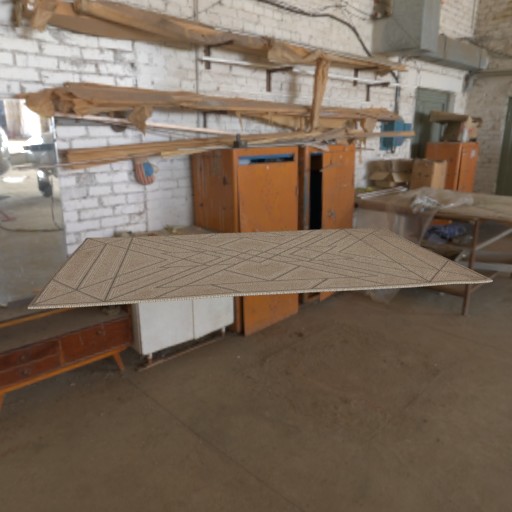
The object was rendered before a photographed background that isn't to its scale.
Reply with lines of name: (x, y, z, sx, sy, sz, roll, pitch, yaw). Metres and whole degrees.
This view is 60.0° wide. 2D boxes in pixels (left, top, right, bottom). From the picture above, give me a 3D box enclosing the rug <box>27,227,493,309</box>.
rug: (0.000, 0.000, 1.049, 0.869, 0.008, 0.511, -3, 16, -9)
